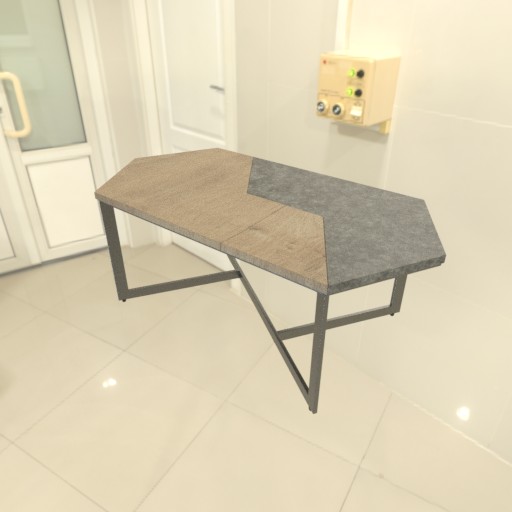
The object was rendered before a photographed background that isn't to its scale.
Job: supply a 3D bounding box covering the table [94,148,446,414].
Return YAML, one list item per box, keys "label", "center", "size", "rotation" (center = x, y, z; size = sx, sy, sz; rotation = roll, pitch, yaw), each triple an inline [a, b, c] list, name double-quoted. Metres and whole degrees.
- label: "table"
  center: [0.000, 0.000, 1.559]
  size: [1.219, 0.457, 0.609]
  rotation: [22, 37, 32]
